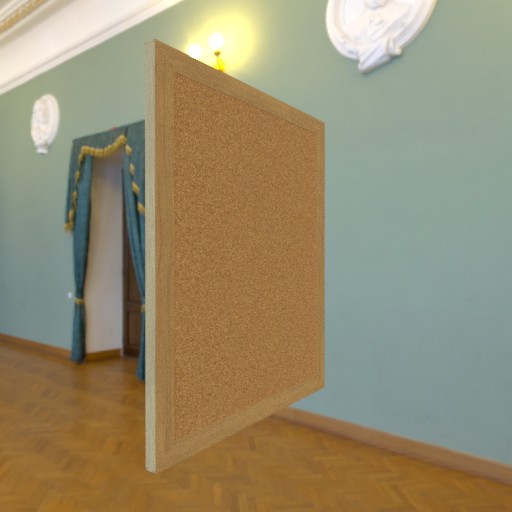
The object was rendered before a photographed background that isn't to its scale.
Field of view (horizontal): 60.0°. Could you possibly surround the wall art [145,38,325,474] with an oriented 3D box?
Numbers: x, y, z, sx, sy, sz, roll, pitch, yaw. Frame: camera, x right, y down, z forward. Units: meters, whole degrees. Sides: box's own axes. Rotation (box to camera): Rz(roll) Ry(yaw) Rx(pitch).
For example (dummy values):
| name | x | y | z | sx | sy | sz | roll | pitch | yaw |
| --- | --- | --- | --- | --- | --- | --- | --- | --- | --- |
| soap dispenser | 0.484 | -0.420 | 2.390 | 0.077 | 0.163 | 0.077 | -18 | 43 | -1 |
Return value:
| name | x | y | z | sx | sy | sz | roll | pitch | yaw |
| --- | --- | --- | --- | --- | --- | --- | --- | --- | --- |
| wall art | 0.000 | 0.000 | 0.761 | 0.020 | 0.561 | 0.460 | 0 | 1 | 37 |
